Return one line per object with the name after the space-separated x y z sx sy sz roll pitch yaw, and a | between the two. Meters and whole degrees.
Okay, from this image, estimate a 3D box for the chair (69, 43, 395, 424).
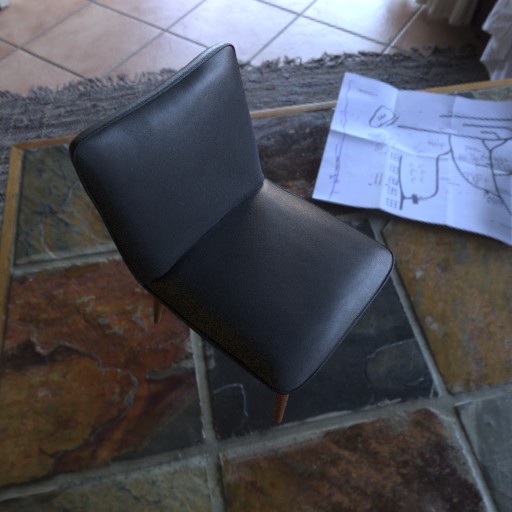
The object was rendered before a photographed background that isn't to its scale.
0.000 0.000 1.193 0.645 0.801 0.543 30 62 18 | chair
